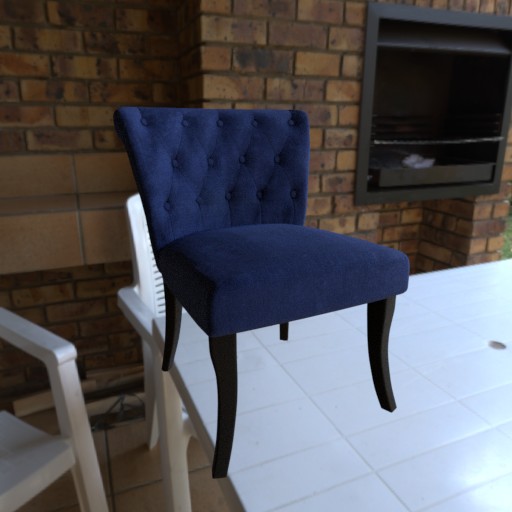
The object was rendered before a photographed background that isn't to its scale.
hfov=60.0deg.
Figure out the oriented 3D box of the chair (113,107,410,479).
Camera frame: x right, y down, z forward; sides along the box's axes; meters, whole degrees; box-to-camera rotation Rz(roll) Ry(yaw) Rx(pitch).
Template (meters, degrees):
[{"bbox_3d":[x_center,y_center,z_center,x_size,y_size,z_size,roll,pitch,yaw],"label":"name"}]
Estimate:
[{"bbox_3d":[0.000,0.000,1.171,0.585,0.753,0.606,-9,19,-27],"label":"chair"}]
